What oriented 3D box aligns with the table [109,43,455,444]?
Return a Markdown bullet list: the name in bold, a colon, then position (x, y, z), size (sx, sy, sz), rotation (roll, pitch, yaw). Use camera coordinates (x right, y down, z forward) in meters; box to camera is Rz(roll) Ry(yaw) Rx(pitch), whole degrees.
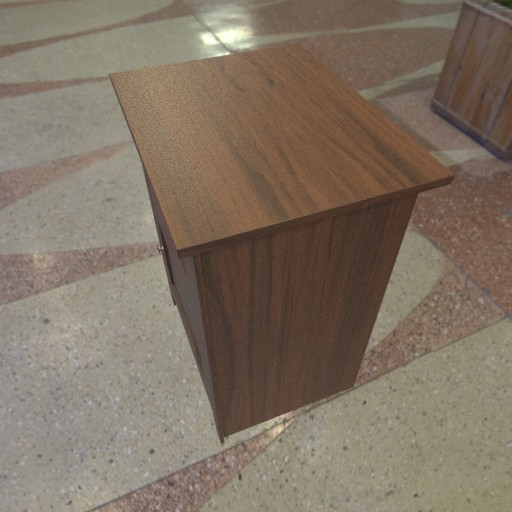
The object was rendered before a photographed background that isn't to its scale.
- **table**: position (0.000, 0.000, 0.927), size (0.381, 0.636, 0.480), rotation (-16, 49, -15)
